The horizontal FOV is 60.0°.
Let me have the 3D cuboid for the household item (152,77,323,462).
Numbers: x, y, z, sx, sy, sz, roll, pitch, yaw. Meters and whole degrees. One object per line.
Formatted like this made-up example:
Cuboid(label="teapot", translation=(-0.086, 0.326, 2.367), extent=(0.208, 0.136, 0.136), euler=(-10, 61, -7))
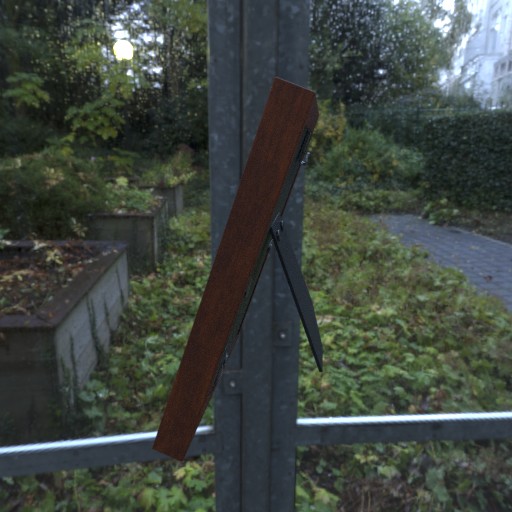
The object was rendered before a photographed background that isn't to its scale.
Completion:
Cuboid(label="household item", translation=(0.000, 0.000, 0.299), extent=(0.096, 0.204, 0.160), euler=(2, 14, 8))
